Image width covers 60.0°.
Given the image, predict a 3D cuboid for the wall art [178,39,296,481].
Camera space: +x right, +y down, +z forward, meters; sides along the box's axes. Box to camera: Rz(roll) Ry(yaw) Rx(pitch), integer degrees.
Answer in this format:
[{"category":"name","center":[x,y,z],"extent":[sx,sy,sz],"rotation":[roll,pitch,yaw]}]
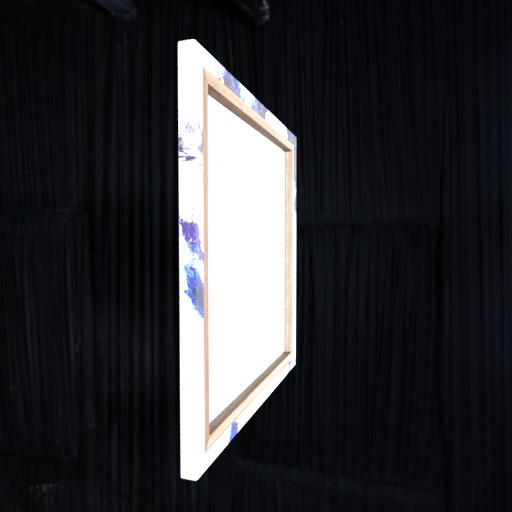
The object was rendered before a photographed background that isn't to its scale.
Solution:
[{"category":"wall art","center":[0.000,0.000,1.310],"extent":[0.038,0.885,0.887],"rotation":[1,2,18]}]
